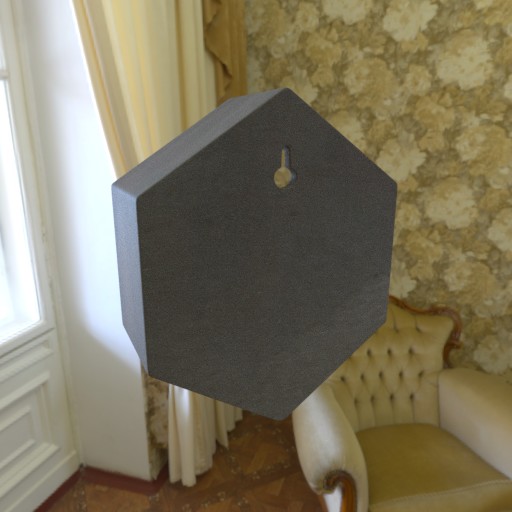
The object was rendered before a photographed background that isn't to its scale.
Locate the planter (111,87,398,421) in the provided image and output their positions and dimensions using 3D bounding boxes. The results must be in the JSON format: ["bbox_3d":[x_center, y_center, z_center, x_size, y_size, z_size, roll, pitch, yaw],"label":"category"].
[{"bbox_3d":[0.000,0.000,0.298,0.169,0.206,0.077,-7,16,-25],"label":"planter"}]
